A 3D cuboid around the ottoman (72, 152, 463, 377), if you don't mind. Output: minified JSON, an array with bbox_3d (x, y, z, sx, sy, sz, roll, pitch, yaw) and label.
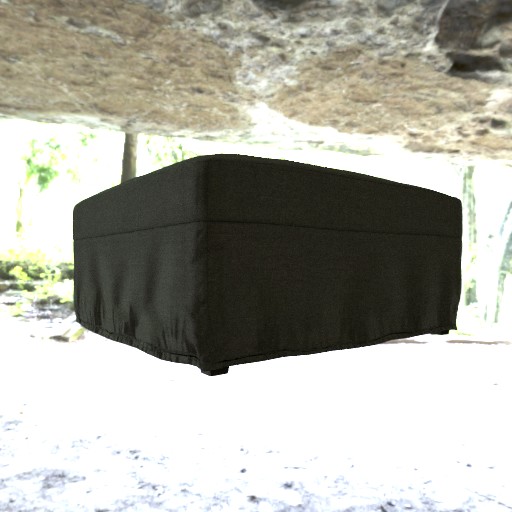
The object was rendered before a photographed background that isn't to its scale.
[{"bbox_3d":[0.000,0.000,1.298,0.843,0.436,0.840,1,-1,-37],"label":"ottoman"}]
